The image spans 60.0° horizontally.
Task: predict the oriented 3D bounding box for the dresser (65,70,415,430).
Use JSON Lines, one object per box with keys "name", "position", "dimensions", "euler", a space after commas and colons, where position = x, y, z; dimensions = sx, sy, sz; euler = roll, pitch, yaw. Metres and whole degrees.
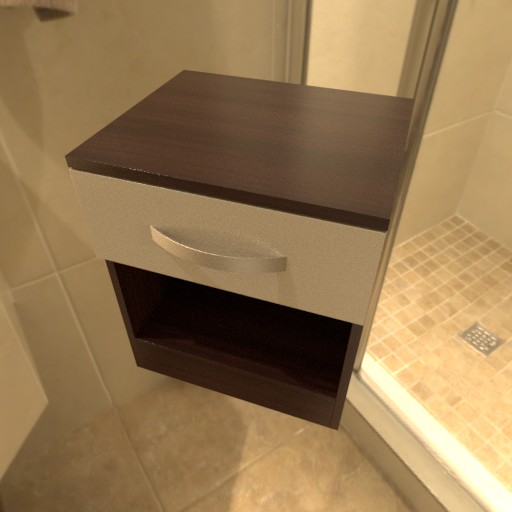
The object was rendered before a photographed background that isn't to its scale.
{"name": "dresser", "position": [0.000, 0.000, 0.768], "dimensions": [0.400, 0.470, 0.360], "euler": [13, 43, 14]}
